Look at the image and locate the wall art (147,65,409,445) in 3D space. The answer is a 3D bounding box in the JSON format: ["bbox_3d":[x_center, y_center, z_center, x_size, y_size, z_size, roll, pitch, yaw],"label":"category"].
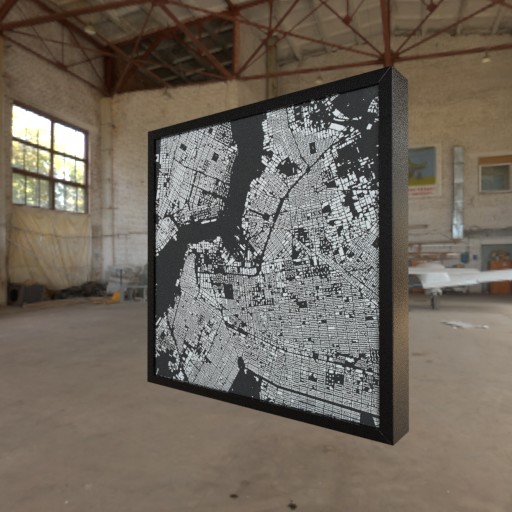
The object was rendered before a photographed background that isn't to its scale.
[{"bbox_3d":[0.000,0.000,0.454,0.299,0.299,0.037,0,-1,37],"label":"wall art"}]
